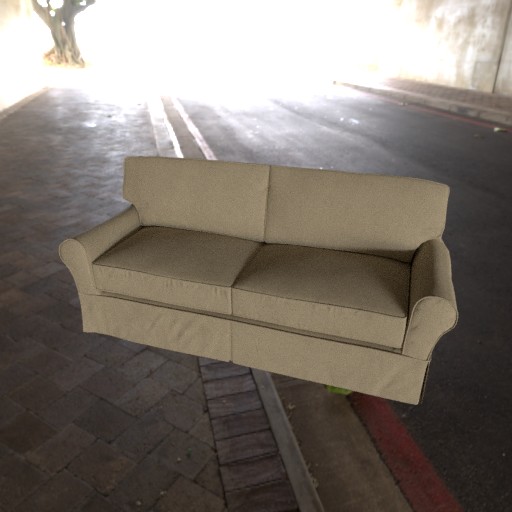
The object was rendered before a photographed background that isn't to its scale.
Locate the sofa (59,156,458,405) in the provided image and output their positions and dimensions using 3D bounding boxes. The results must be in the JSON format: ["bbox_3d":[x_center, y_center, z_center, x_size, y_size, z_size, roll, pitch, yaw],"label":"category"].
[{"bbox_3d":[0.000,0.000,2.731,2.246,1.014,0.900,8,27,17],"label":"sofa"}]
